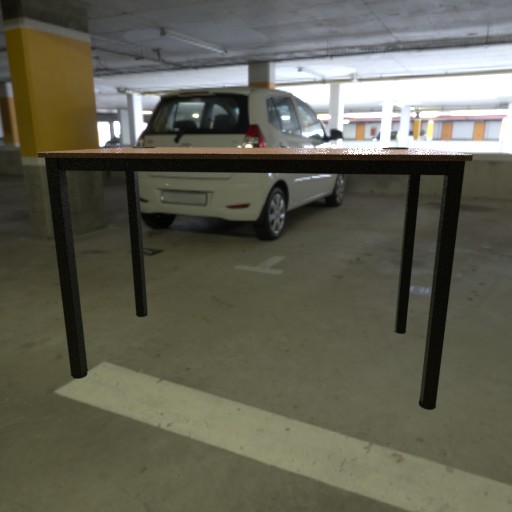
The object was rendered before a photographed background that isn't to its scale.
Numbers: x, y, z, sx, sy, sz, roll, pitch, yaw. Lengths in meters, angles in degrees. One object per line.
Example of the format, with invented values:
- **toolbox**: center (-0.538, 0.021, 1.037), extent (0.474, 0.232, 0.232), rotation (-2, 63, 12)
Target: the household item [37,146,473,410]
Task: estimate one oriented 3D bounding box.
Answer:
- **household item**: center (0.000, 0.000, 1.588), extent (1.200, 0.750, 0.600), rotation (2, 15, 9)
